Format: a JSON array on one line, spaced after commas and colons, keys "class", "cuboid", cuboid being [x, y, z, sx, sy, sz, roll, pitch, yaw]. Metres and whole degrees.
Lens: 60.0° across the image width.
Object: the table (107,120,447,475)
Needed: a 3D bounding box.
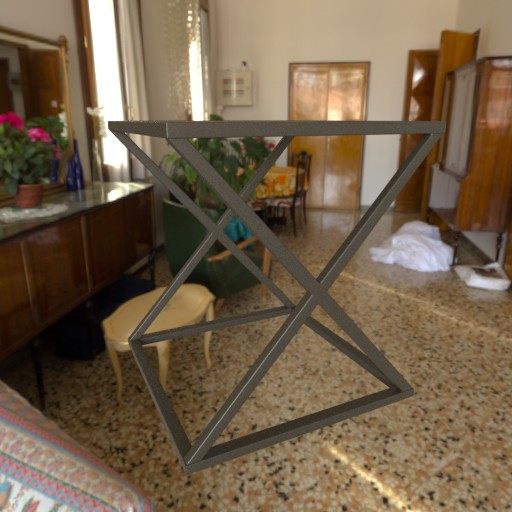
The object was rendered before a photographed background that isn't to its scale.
[{"class": "table", "cuboid": [0.000, 0.000, 0.968, 0.500, 0.565, 0.500, -8, 19, -25]}]
